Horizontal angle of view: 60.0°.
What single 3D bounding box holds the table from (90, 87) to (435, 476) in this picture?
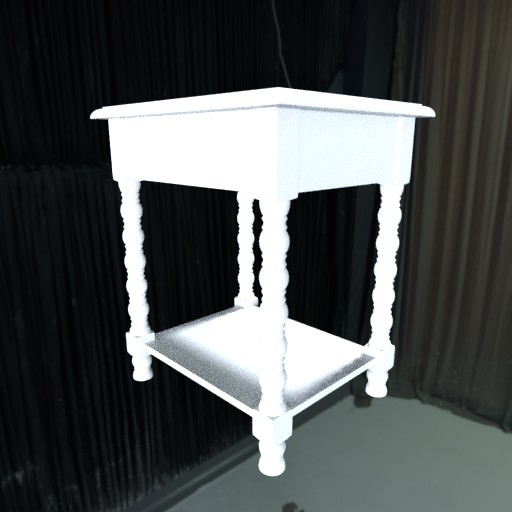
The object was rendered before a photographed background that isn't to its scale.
[{"bbox_3d":[0.000,0.000,0.825,0.381,0.531,0.460,-14,20,-43],"label":"table"}]
